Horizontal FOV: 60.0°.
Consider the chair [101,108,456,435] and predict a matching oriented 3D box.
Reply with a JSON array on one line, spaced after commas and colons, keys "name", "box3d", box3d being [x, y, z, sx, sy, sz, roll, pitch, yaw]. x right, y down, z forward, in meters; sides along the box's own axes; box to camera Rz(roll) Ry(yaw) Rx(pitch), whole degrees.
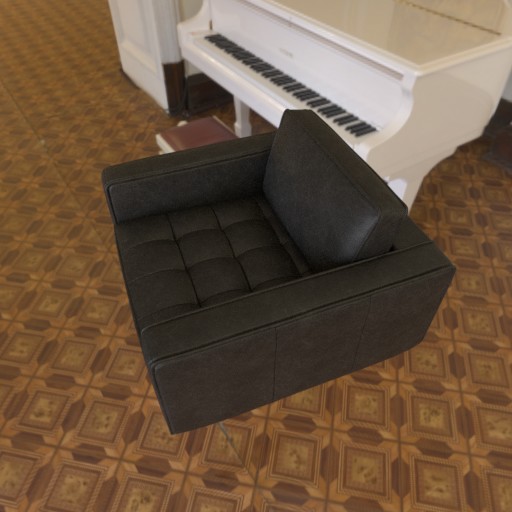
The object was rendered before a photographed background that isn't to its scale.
[{"name": "chair", "box3d": [0.000, 0.000, 1.573, 0.914, 0.763, 0.889, -16, 48, -15]}]
